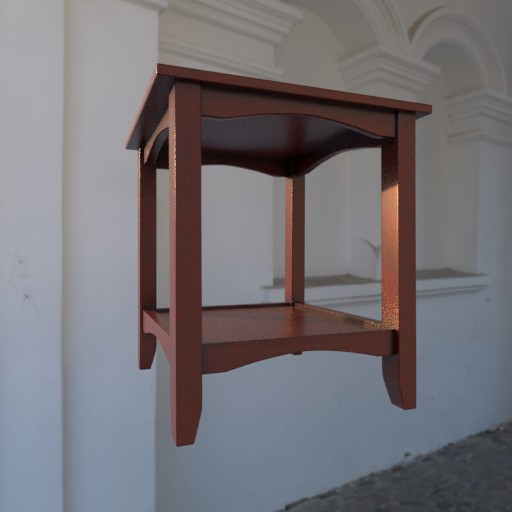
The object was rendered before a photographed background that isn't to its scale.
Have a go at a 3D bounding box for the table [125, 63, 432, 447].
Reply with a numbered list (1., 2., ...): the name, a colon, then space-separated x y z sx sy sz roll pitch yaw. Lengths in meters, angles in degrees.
1. table: 0.000 0.000 0.959 0.522 0.558 0.523 0 1 -19
